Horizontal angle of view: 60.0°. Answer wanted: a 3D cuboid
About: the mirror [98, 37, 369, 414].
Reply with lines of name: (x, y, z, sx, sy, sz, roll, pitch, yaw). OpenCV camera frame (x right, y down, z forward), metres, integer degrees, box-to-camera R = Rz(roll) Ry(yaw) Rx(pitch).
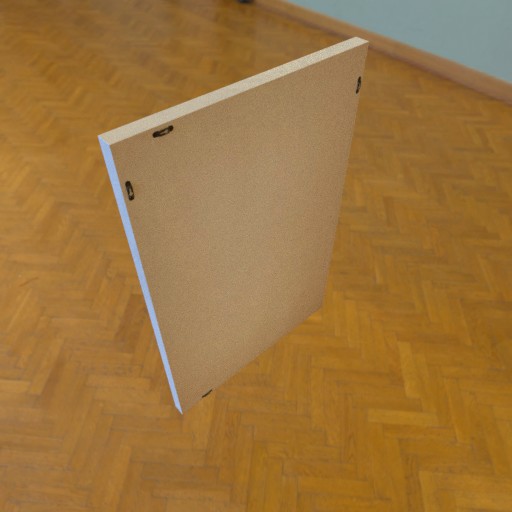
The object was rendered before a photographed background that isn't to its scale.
mirror: (0.000, 0.000, 1.134, 0.609, 0.915, 0.041, -32, 54, -27)
